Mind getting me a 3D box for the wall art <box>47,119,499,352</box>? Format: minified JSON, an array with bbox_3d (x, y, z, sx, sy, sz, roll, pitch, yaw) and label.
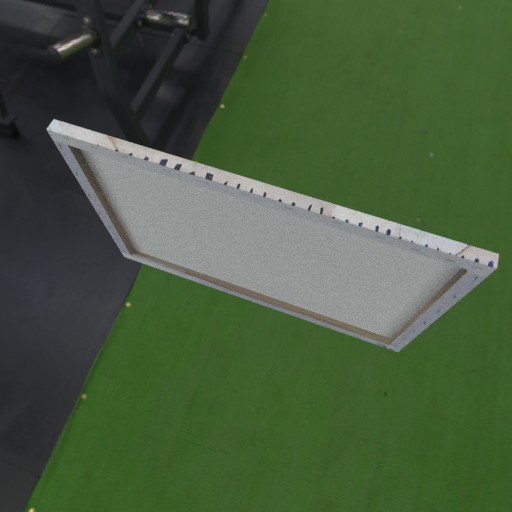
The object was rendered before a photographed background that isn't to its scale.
[{"bbox_3d":[0.000,0.000,1.407,1.143,0.757,0.038,18,65,9],"label":"wall art"}]
